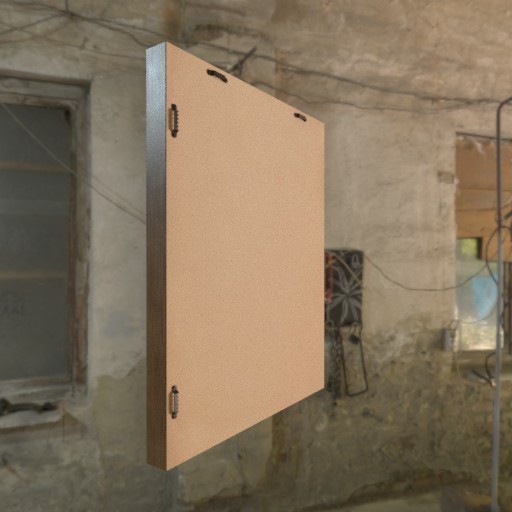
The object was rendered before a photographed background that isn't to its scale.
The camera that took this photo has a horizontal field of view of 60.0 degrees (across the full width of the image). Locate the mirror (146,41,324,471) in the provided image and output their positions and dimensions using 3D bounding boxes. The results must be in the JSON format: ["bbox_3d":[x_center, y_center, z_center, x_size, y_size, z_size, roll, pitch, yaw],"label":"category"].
[{"bbox_3d":[0.000,0.000,0.697,0.041,0.509,0.406,0,0,36],"label":"mirror"}]
